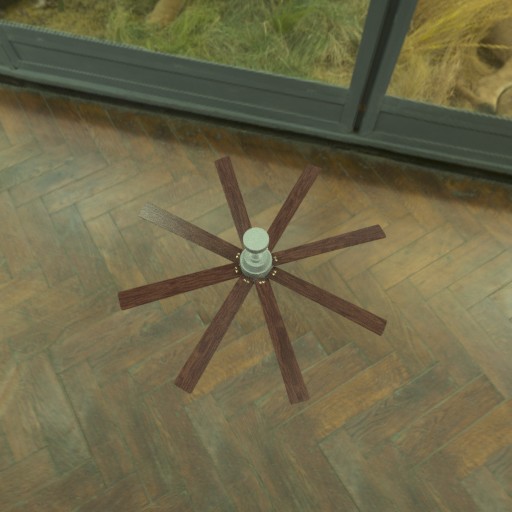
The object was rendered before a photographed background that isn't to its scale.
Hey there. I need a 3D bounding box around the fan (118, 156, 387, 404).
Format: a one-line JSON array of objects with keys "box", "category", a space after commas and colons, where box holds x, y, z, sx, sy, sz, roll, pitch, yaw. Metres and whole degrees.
[{"box": [0.000, 0.000, 2.835, 1.830, 0.472, 1.830, -15, 65, -7], "category": "fan"}]
